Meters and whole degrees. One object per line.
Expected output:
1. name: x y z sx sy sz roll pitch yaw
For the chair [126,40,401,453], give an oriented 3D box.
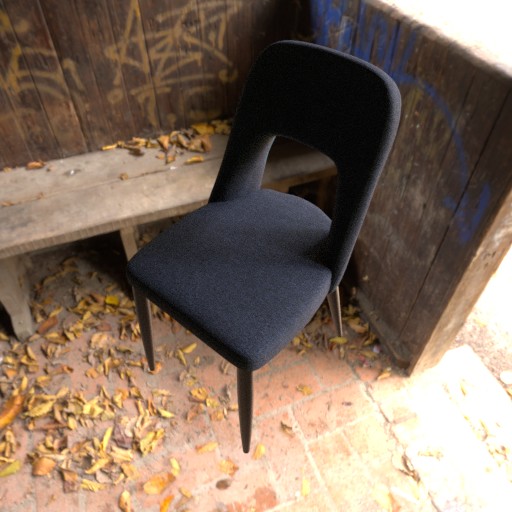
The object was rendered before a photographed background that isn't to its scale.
1. chair: 0.000 0.000 1.216 0.470 0.931 0.612 32 55 26
